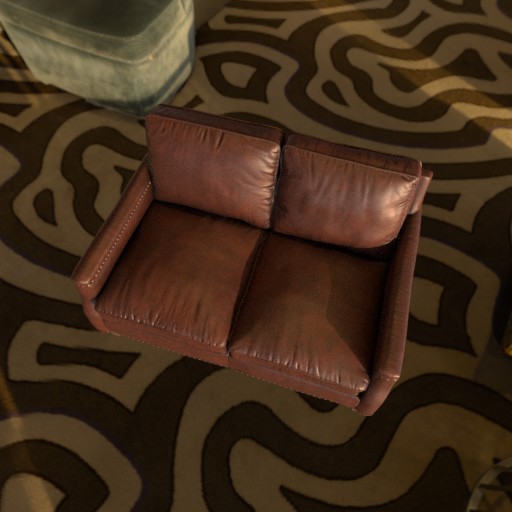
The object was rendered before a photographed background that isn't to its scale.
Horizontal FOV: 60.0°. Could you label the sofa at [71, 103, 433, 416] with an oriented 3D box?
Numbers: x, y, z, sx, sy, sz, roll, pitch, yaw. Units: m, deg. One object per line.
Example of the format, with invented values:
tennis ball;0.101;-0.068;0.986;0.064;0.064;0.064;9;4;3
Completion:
sofa;0.000;0.000;2.340;1.628;1.003;1.083;15;61;9
